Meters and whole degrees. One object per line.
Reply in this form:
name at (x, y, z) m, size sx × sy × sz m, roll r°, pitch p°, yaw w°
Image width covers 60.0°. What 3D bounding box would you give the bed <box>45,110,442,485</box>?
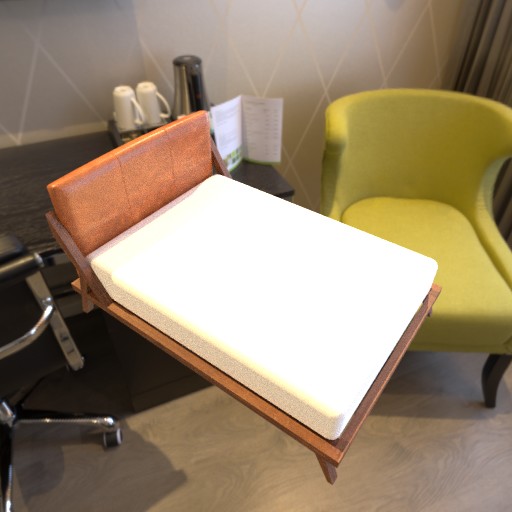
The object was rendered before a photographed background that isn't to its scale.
bed at (0.000, 0.000, 3.197) m, size 2.311 × 1.168 × 1.651 m, roll 26°, pitch 47°, yaw 27°
